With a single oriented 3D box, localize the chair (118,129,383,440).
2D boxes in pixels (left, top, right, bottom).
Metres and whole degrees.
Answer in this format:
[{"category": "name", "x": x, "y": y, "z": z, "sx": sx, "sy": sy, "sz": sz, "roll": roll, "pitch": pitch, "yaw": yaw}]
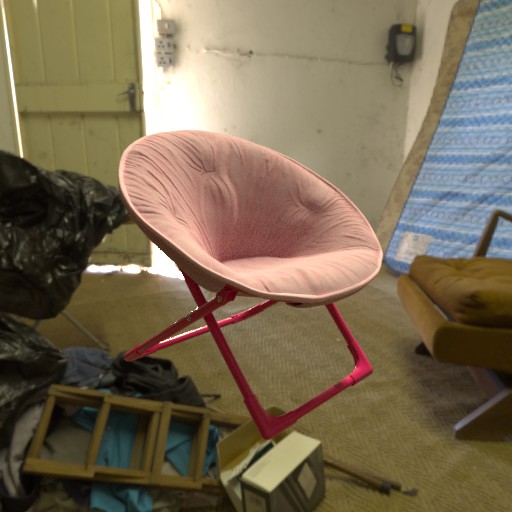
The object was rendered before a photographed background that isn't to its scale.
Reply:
[{"category": "chair", "x": 0.000, "y": 0.000, "z": 0.884, "sx": 0.522, "sy": 0.494, "sz": 0.459, "roll": -13, "pitch": 19, "yaw": -42}]
